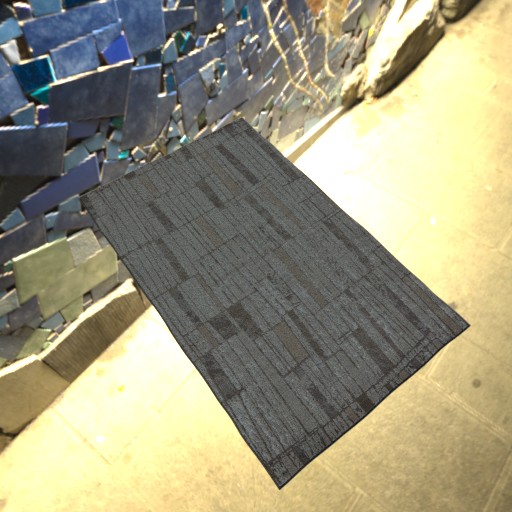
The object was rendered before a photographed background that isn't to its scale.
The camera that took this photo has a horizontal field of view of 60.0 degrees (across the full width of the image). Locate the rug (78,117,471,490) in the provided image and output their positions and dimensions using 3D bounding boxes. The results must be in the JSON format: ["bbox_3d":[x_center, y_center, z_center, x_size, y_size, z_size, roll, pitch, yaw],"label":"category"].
[{"bbox_3d":[0.000,0.000,3.048,1.531,0.023,2.444,-32,62,-19],"label":"rug"}]
